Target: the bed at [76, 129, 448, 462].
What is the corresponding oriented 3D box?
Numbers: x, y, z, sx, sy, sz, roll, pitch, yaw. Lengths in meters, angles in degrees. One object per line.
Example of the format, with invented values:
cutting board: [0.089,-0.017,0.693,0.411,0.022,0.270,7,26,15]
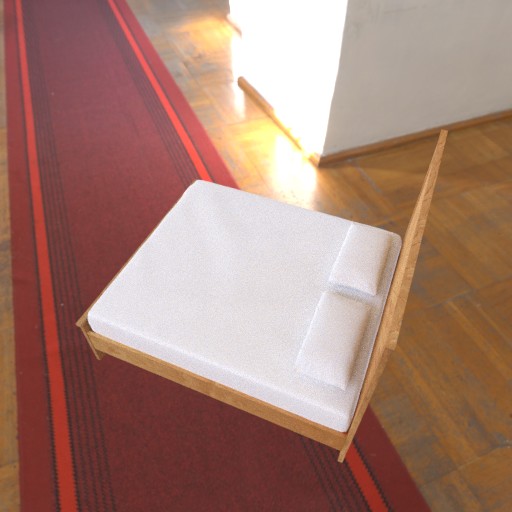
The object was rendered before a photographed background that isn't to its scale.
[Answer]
bed: [0.000,0.000,4.056,2.530,1.938,2.225,17,50,15]
